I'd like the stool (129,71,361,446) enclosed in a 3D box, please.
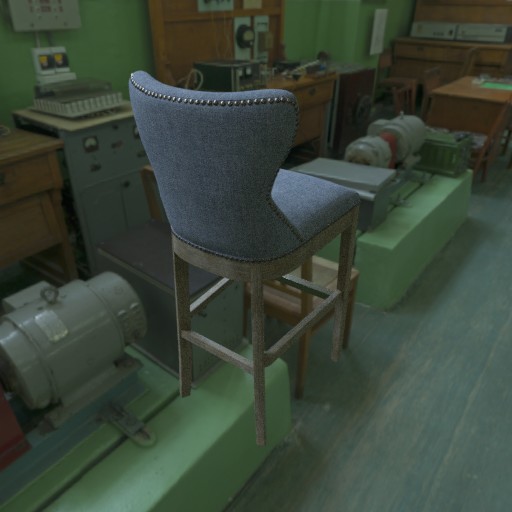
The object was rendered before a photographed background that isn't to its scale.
[{"bbox_3d":[0.000,0.000,1.425,0.494,1.123,0.606,20,36,30],"label":"stool"}]
